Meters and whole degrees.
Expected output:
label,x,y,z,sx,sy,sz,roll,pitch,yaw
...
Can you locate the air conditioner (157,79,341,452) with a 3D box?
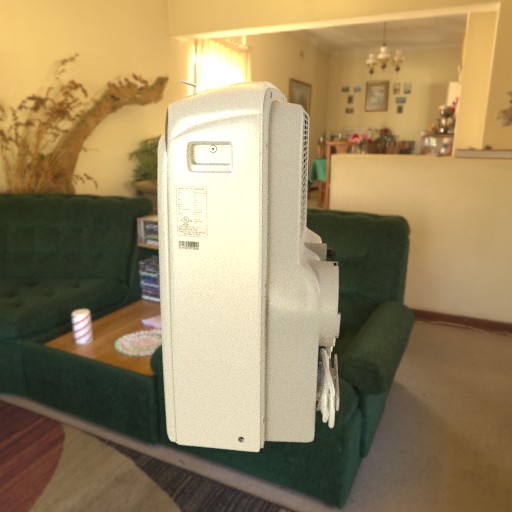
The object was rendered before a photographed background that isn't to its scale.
label,x,y,z,sx,sy,sz,roll,pitch,yaw
air conditioner,0.000,0.000,1.080,0.414,0.786,0.449,2,15,8
